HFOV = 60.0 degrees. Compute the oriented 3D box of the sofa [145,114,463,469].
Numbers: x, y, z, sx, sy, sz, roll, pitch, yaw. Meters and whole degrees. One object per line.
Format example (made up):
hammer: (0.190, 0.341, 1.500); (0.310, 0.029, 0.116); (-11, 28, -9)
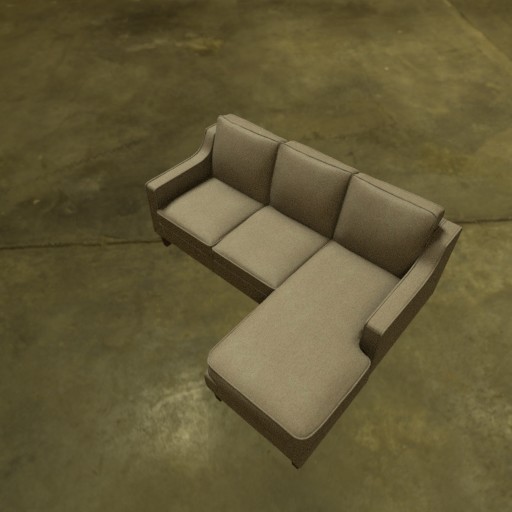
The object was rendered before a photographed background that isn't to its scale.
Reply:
sofa: (0.000, 0.000, 3.379); (2.317, 1.081, 1.858); (32, 54, 27)
